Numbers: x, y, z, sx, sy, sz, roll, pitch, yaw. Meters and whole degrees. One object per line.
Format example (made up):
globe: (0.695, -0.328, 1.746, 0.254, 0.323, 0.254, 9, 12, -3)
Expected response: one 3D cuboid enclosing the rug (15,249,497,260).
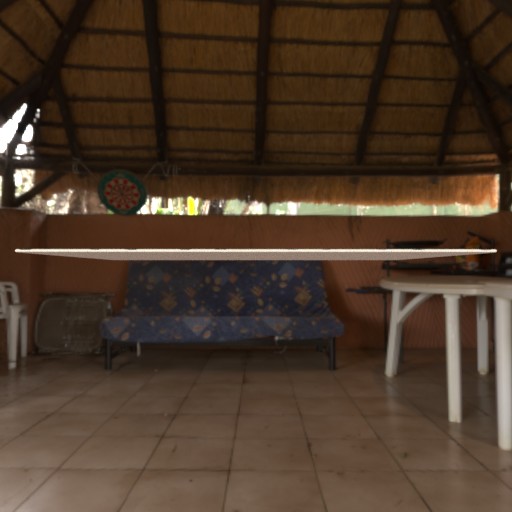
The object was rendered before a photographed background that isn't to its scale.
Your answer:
rug: (0.000, 0.000, 2.924, 2.365, 0.017, 1.521, 0, -2, 0)
